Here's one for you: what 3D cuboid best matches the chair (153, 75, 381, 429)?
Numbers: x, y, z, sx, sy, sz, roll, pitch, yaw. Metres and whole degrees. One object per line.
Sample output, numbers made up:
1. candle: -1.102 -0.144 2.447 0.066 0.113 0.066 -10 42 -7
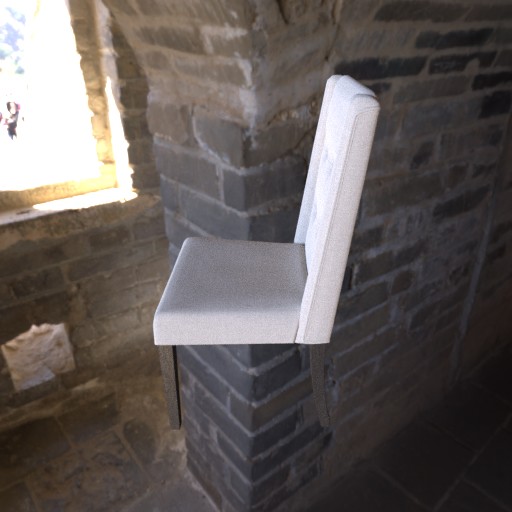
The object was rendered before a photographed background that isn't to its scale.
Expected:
1. chair: 0.000 0.000 1.303 0.523 0.961 0.474 1 28 2
